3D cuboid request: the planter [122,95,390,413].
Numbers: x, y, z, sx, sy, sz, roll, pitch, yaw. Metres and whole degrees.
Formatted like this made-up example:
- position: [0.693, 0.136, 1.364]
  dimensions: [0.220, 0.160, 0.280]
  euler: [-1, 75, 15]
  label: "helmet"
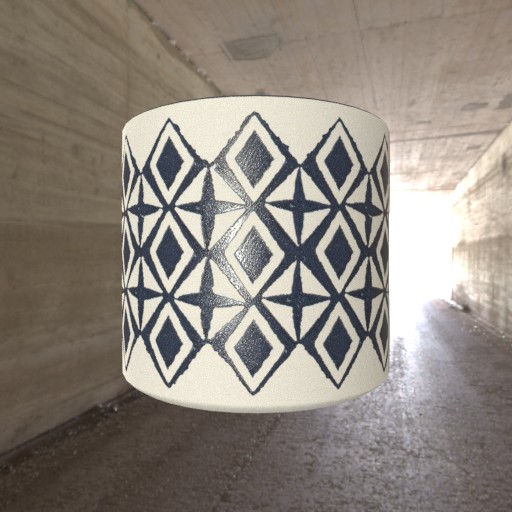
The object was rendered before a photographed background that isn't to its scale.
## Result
- position: [0.000, 0.000, 0.274]
  dimensions: [0.159, 0.144, 0.159]
  euler: [0, 0, 0]
  label: "planter"
